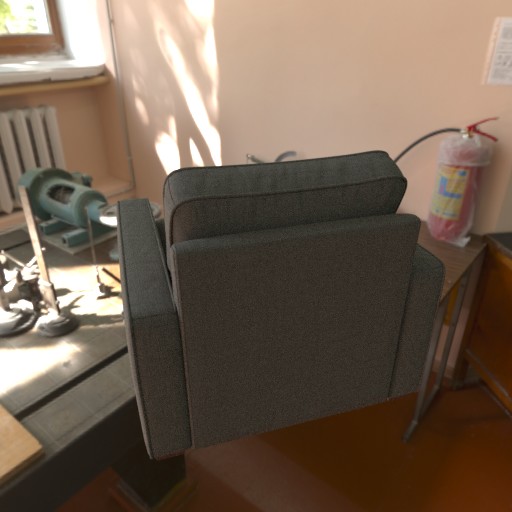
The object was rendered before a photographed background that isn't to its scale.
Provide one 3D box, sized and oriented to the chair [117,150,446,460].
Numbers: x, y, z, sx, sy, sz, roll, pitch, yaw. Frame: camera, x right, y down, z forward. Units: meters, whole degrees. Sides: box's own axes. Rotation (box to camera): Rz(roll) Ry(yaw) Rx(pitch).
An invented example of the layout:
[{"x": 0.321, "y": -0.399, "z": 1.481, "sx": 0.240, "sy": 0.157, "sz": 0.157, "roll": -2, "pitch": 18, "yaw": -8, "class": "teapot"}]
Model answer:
[{"x": 0.000, "y": 0.000, "z": 1.712, "sx": 1.017, "sy": 0.919, "sz": 0.940, "roll": -8, "pitch": 29, "yaw": -15, "class": "chair"}]
